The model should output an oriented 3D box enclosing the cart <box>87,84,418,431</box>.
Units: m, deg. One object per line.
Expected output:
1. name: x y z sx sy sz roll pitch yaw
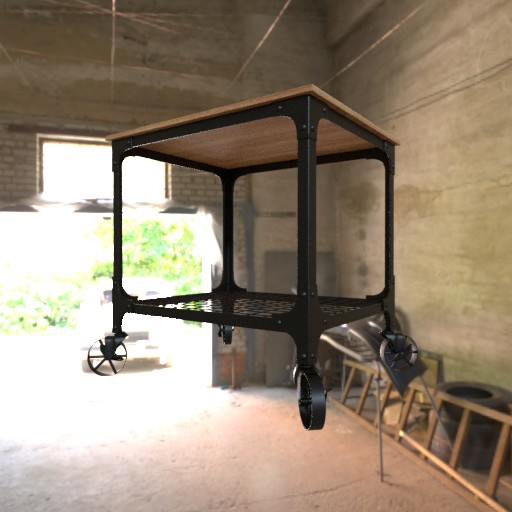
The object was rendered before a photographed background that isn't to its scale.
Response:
1. cart: 0.000 0.000 1.141 0.666 0.603 0.558 0 0 36
